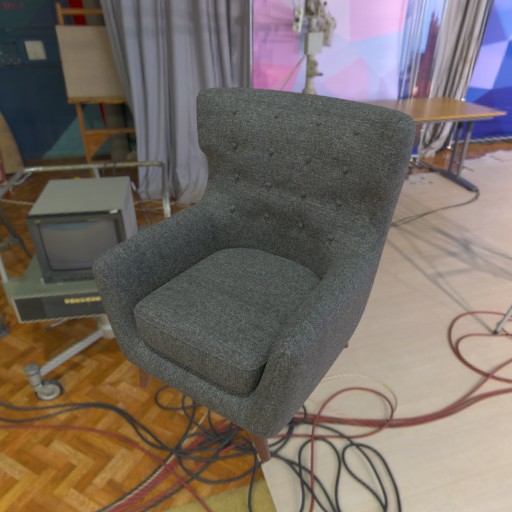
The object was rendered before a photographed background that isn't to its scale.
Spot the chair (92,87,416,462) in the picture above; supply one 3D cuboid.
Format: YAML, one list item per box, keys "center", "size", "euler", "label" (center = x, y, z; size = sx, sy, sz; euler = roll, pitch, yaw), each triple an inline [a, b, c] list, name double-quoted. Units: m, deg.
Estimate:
- center: [0.000, 0.000, 1.705]
  size: [0.878, 1.063, 0.904]
  euler: [19, 37, 28]
  label: "chair"
